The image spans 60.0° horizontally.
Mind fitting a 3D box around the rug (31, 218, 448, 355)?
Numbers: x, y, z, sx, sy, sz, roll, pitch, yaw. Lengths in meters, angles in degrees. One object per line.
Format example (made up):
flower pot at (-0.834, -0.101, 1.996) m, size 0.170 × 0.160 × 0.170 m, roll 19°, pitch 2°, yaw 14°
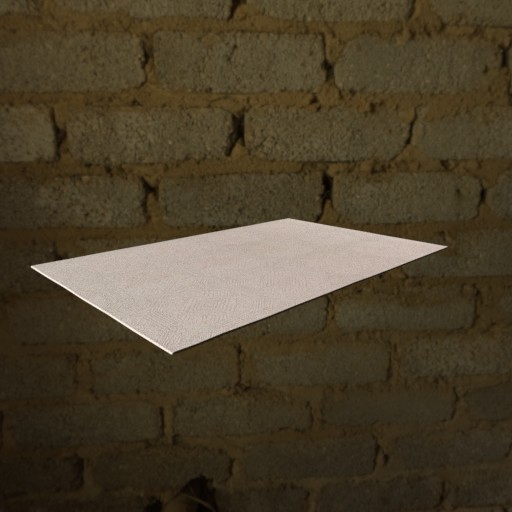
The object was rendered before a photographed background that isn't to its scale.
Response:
rug at (0.000, 0.000, 2.320) m, size 1.839 × 0.009 × 1.236 m, roll -14°, pitch 21°, yaw -42°
